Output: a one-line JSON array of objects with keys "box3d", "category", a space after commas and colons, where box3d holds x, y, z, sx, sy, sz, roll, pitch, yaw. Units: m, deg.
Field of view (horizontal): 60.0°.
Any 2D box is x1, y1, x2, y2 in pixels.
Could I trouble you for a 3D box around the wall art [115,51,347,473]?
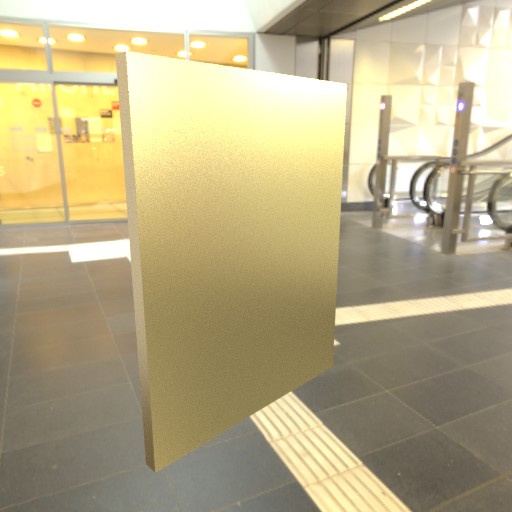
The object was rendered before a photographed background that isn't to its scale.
[{"box3d": [0.000, 0.000, 0.737, 0.025, 0.569, 0.444, 14, 21, 43], "category": "wall art"}]
